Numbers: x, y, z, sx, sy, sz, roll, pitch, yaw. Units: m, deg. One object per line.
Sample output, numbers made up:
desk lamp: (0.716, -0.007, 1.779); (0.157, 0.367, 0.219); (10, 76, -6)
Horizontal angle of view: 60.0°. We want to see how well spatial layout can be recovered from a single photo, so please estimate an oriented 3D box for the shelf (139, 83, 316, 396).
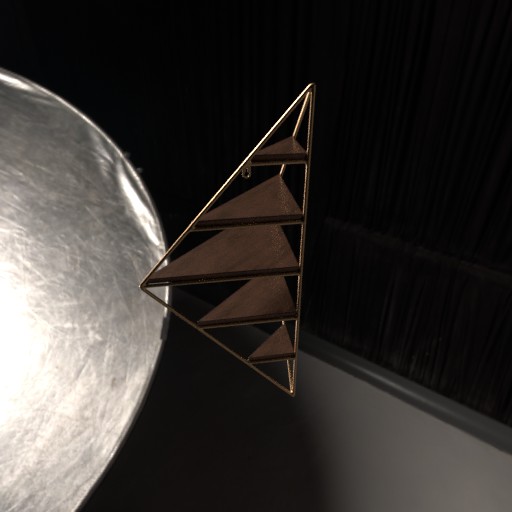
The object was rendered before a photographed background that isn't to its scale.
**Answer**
shelf: (0.000, 0.000, 1.193); (0.294, 0.913, 0.564); (21, 38, 30)
